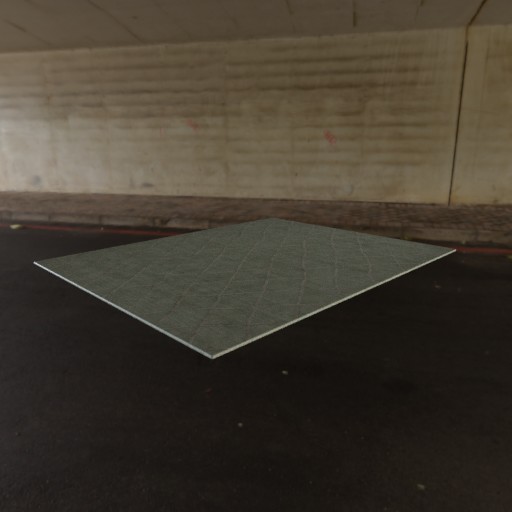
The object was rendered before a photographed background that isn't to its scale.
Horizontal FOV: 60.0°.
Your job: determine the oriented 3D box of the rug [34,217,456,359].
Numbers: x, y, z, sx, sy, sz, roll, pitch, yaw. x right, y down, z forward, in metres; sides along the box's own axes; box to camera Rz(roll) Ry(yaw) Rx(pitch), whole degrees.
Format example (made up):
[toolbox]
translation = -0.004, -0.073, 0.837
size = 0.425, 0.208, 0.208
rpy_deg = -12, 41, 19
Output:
[rug]
translation = 0.000, 0.000, 4.059
size = 2.420, 0.019, 3.039
rpy_deg = 15, 21, 43
